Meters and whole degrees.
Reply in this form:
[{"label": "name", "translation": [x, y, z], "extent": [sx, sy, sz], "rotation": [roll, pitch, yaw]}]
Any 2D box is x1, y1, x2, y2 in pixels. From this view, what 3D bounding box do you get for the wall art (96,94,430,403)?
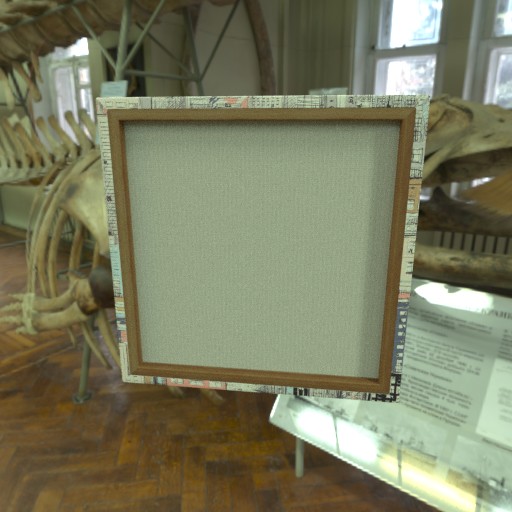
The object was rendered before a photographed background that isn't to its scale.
[{"label": "wall art", "translation": [0.000, 0.000, 1.124], "extent": [0.761, 0.762, 0.048], "rotation": [2, 16, 7]}]
